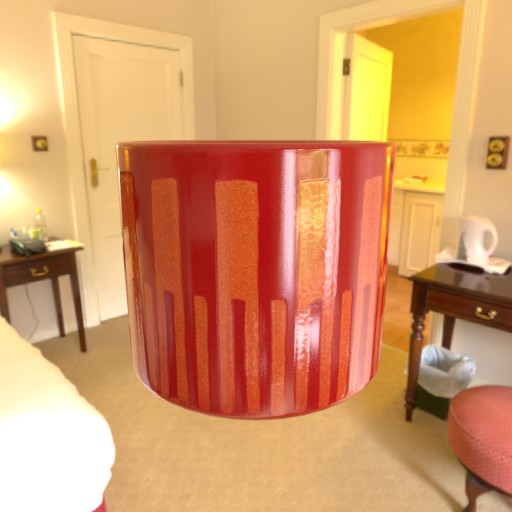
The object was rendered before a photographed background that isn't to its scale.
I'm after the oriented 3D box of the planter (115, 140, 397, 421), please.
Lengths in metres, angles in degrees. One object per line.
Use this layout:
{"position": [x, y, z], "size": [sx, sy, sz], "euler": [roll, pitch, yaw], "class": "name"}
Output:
{"position": [0.000, 0.000, 0.403], "size": [0.230, 0.202, 0.230], "euler": [0, 15, 0], "class": "planter"}
